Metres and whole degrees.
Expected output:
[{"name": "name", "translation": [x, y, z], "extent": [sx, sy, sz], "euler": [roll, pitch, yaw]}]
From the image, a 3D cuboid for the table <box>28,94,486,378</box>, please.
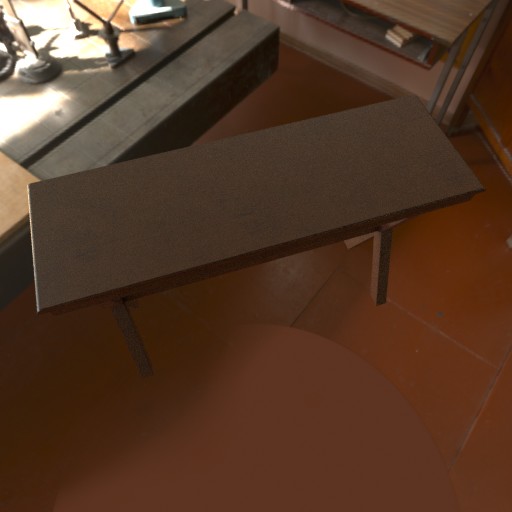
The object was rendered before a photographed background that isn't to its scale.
[{"name": "table", "translation": [0.000, 0.000, 1.541], "extent": [1.197, 0.763, 0.399], "euler": [-15, 61, -9]}]
